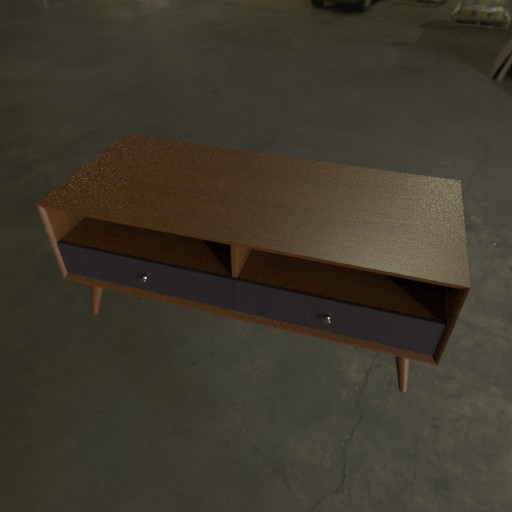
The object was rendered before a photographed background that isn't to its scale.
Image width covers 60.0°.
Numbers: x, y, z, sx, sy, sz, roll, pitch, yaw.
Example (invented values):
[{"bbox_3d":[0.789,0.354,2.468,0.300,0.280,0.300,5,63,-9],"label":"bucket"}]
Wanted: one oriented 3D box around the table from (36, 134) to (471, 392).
[{"bbox_3d":[0.000,0.000,1.410,1.119,0.464,0.490,11,41,13],"label":"table"}]
